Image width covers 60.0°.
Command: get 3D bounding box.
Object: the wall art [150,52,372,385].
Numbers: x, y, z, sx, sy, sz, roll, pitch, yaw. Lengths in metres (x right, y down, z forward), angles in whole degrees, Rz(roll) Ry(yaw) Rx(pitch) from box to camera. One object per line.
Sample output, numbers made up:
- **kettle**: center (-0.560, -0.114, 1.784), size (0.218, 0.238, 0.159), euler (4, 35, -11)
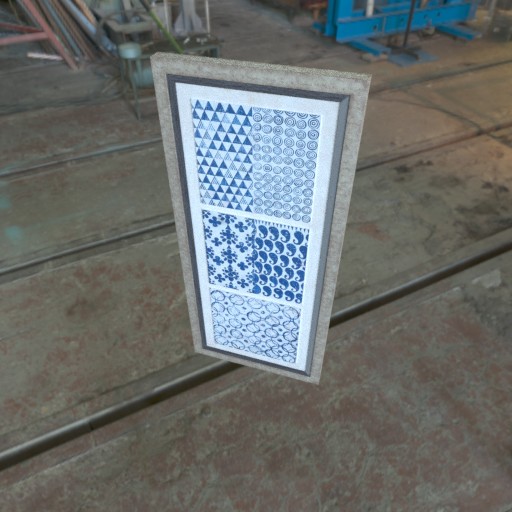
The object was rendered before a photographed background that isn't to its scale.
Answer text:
- **wall art**: center (0.000, 0.000, 1.752), size (0.648, 1.461, 0.051), euler (12, 43, 13)
